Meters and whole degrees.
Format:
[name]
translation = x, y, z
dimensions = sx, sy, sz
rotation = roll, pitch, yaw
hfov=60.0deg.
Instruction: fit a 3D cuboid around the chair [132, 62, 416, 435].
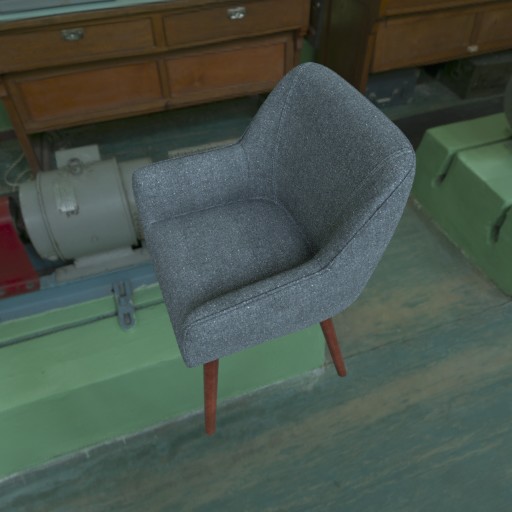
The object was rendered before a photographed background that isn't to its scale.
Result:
[chair]
translation = 0.000, 0.000, 1.172
dimensions = 0.519, 0.803, 0.543
rotation = -16, 49, -14
